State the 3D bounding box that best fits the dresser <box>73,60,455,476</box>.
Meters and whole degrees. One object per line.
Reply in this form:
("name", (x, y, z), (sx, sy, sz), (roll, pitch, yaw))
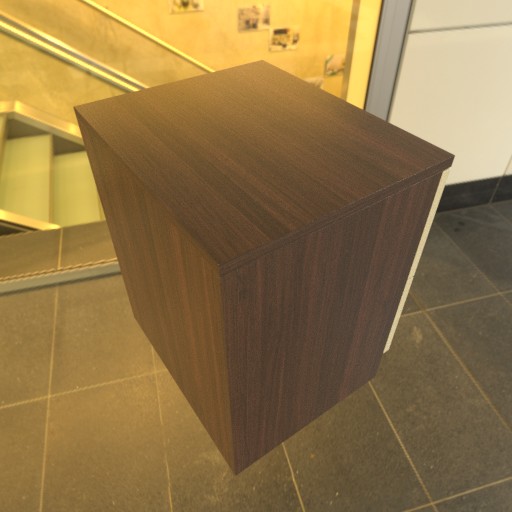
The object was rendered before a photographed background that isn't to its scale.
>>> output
("dresser", (0.000, 0.000, 0.749), (0.360, 0.470, 0.400), (-25, 48, -25))
